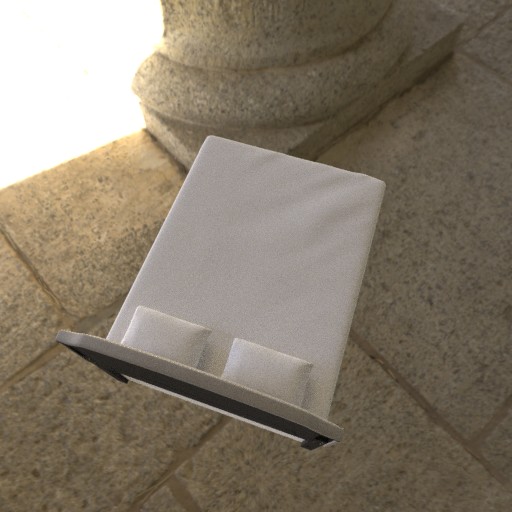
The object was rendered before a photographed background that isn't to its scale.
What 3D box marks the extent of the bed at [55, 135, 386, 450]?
[{"bbox_3d":[0.000,0.000,2.988,1.558,1.270,1.999,17,65,8],"label":"bed"}]
